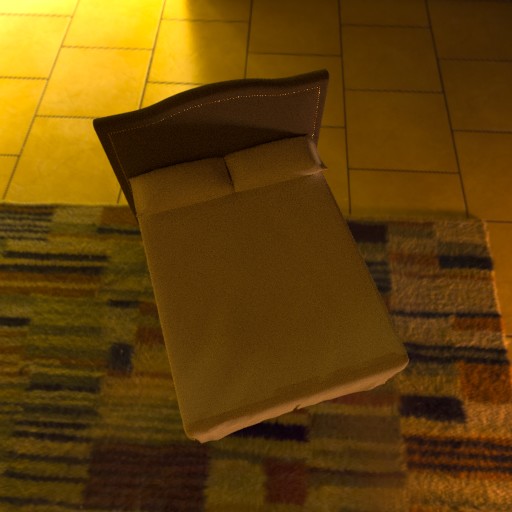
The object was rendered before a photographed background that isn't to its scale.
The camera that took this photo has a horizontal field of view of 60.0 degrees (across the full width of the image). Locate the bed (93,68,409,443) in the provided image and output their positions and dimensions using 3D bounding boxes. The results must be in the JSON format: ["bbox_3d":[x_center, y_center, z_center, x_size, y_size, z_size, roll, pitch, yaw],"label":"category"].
[{"bbox_3d":[0.000,0.000,3.139,1.666,1.387,2.036,-15,64,-8],"label":"bed"}]
